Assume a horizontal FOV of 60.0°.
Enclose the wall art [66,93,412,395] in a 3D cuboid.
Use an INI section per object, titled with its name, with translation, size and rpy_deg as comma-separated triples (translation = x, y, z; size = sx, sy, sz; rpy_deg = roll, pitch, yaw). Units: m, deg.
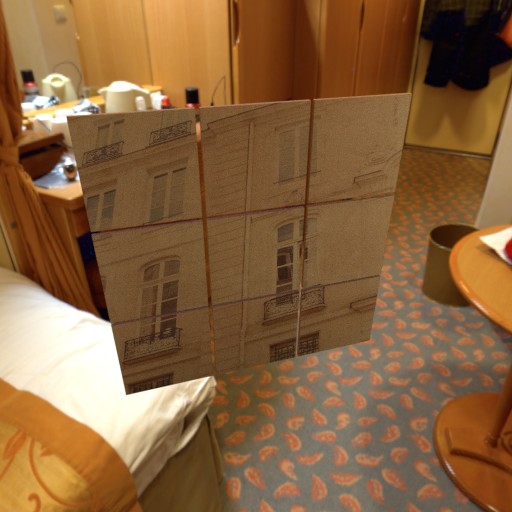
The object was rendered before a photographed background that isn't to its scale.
[wall art]
translation = 0.000, 0.000, 1.371
size = 0.915, 0.913, 0.018
rpy_deg = -9, 32, -15
